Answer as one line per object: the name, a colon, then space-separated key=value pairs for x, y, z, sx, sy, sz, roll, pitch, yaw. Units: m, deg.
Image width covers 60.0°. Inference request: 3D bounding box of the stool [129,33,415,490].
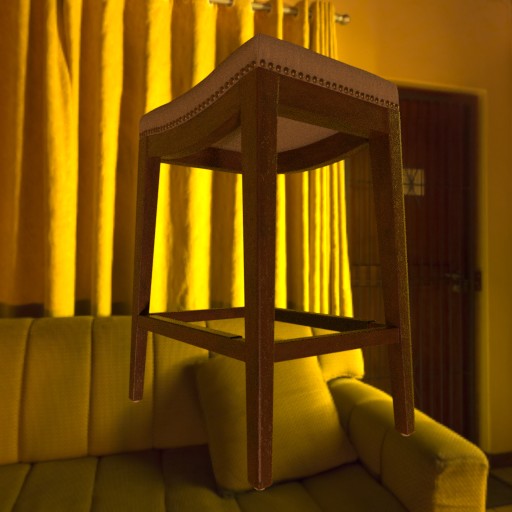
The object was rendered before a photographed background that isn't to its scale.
stool: x=0.000 y=0.000 z=0.919 sx=0.356 sy=0.660 sz=0.508 roll=1 pitch=-1 yaw=-36
